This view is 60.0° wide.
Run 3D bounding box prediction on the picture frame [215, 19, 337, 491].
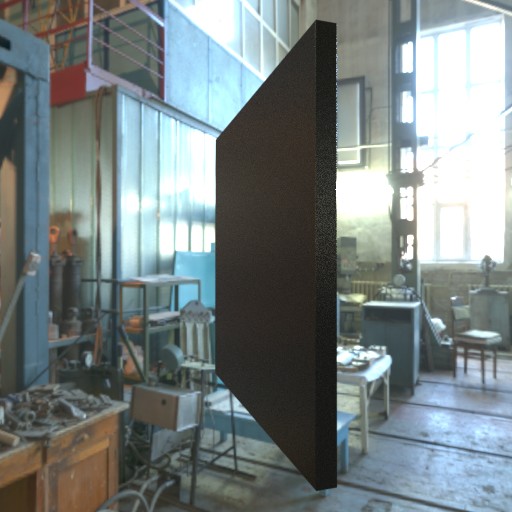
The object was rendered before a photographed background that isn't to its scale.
[{"bbox_3d":[0.000,0.000,0.794,0.029,0.557,0.559,0,0,-17],"label":"picture frame"}]
